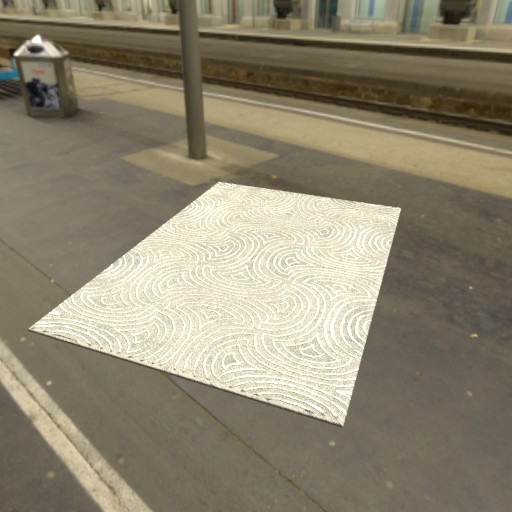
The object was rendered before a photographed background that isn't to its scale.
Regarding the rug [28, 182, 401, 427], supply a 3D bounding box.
[{"bbox_3d":[0.000,0.000,2.772,1.543,0.015,2.144,11,32,18],"label":"rug"}]
